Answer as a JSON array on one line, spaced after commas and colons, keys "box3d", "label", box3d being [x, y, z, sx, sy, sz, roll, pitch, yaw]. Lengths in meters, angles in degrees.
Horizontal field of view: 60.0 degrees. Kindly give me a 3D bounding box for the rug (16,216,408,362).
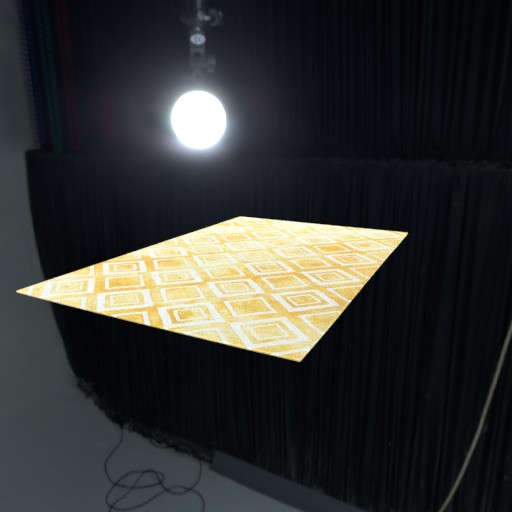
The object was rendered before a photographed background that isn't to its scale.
[{"box3d": [0.000, 0.000, 2.268, 1.213, 0.010, 1.829, 8, 17, 26], "label": "rug"}]
